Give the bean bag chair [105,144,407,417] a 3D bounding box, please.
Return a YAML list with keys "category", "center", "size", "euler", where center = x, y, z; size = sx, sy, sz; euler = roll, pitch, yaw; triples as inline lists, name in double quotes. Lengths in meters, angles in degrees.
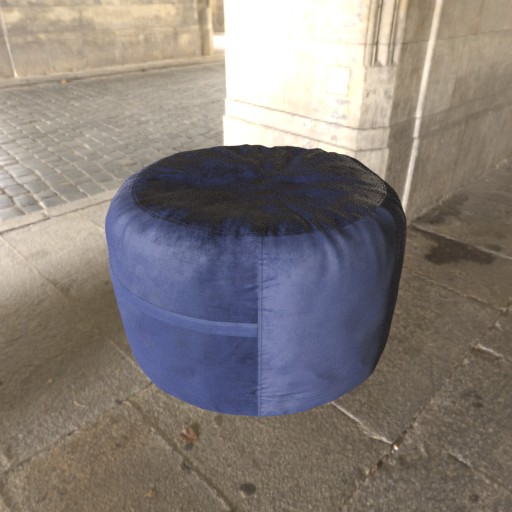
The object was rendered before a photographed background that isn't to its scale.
- category: "bean bag chair"
  center: [0.000, 0.000, 1.944]
  size: [1.219, 0.762, 1.219]
  euler: [0, 31, 0]
